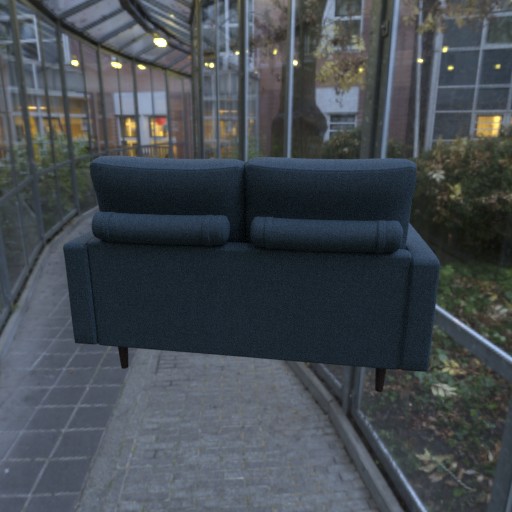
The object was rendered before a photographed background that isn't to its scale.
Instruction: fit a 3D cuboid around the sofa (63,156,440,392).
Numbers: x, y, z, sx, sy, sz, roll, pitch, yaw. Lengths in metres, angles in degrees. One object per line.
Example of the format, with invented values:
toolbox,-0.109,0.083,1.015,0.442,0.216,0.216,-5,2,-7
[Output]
sofa,0.000,0.000,2.006,1.407,0.907,0.842,3,16,9
